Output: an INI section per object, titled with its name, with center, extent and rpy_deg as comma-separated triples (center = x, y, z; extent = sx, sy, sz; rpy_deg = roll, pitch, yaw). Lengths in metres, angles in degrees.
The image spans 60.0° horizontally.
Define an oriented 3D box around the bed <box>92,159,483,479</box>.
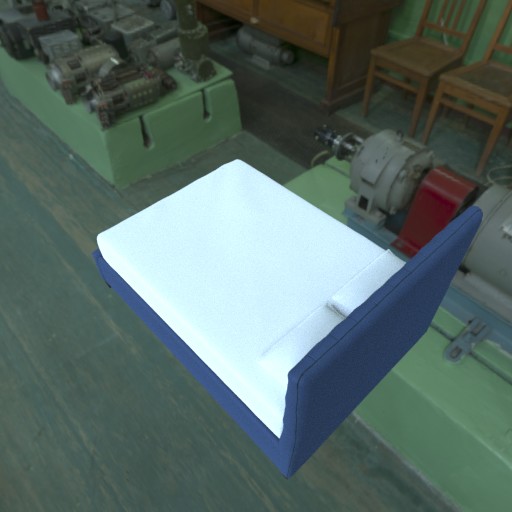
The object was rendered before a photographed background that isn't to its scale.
[bed]
center = 0.000, 0.000, 3.437
extent = 1.706, 1.427, 2.387
rpy_deg = -35, 56, -28
